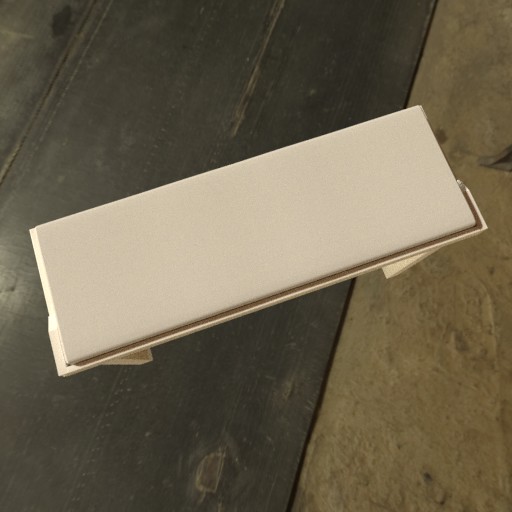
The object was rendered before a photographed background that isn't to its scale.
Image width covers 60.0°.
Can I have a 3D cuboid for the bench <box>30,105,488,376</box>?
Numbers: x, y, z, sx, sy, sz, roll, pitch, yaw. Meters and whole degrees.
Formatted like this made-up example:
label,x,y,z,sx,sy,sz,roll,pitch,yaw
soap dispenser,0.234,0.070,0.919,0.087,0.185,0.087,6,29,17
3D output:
label,x,y,z,sx,sy,sz,roll,pitch,yaw
bench,0.000,0.000,1.261,0.987,0.589,0.346,-19,77,-4
